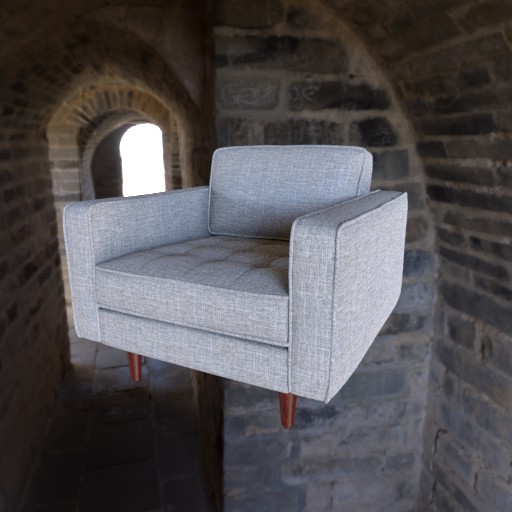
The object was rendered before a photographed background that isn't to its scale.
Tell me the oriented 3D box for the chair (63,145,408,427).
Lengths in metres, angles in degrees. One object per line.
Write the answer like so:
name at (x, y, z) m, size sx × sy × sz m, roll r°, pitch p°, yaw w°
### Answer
chair at (0.000, 0.000, 1.565) m, size 0.889 × 0.765 × 0.914 m, roll 7°, pitch 15°, yaw 27°
